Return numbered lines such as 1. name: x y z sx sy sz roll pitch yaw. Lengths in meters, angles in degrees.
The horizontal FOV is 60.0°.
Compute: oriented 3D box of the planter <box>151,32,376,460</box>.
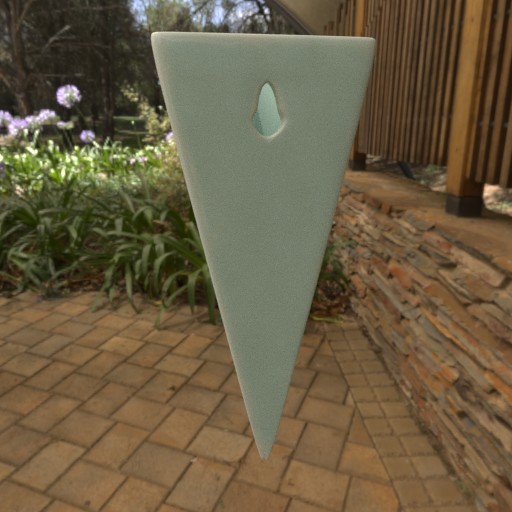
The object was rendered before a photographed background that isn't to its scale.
1. planter: 0.000 0.000 0.208 0.080 0.178 0.064 -2 16 -7
